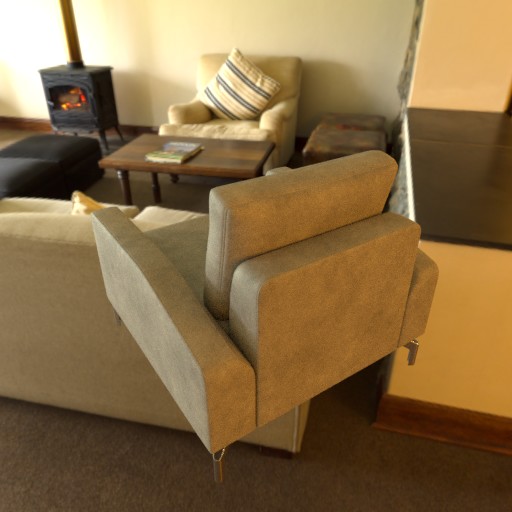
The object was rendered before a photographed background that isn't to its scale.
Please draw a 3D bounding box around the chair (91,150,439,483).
[{"bbox_3d":[0.000,0.000,1.589,0.900,0.800,0.900,-19,35,-29],"label":"chair"}]
